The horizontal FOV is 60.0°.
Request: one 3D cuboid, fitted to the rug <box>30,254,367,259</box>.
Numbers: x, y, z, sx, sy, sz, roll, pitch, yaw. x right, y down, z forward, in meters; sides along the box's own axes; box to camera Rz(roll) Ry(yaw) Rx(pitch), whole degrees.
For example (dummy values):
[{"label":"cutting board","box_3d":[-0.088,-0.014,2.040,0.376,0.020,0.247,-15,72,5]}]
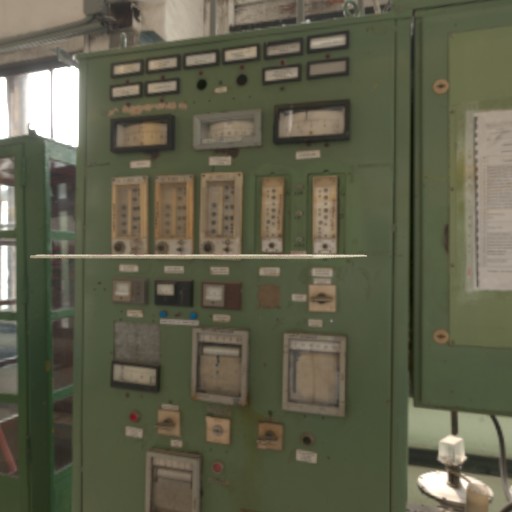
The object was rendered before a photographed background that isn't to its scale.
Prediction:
[{"label":"rug","box_3d":[0.000,0.000,1.417,0.604,0.007,1.219,0,0,18]}]
